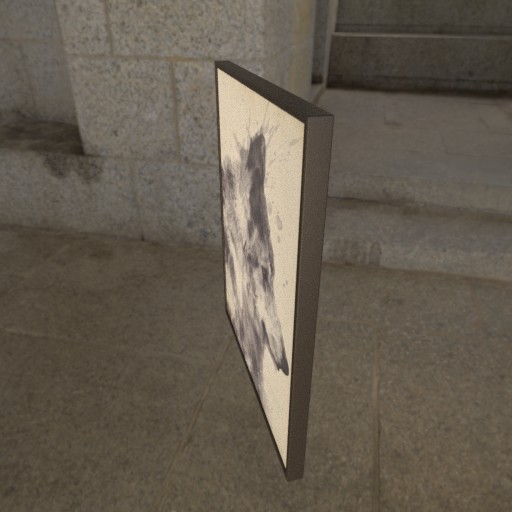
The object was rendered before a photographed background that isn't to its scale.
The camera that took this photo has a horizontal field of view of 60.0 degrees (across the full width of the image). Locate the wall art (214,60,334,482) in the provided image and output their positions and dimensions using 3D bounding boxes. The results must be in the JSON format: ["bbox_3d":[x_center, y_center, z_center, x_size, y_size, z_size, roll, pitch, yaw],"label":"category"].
[{"bbox_3d":[0.000,0.000,0.737,0.028,0.551,0.451,-8,31,-14],"label":"wall art"}]
